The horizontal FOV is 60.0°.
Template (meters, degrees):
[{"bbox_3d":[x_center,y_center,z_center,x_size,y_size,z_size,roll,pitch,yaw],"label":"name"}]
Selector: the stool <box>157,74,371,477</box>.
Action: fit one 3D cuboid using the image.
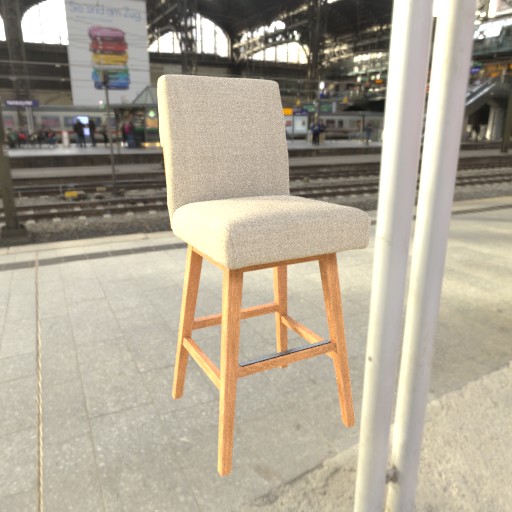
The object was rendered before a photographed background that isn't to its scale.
[{"bbox_3d":[0.000,0.000,1.410,0.483,1.106,0.569,-8,18,-27],"label":"stool"}]
